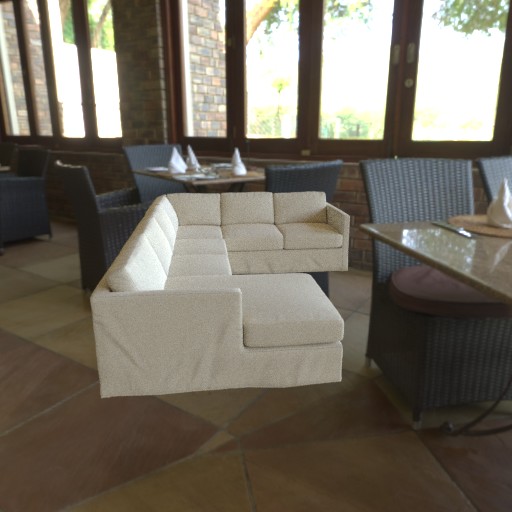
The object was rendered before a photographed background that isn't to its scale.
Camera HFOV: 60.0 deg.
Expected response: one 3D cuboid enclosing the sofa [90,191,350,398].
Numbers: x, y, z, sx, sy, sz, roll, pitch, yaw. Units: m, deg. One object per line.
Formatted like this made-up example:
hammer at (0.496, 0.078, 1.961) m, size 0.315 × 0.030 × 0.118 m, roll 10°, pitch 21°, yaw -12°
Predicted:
sofa at (0.000, 0.000, 4.480) m, size 2.448 × 0.882 × 3.464 m, roll -2°, pitch 16°, yaw -7°
